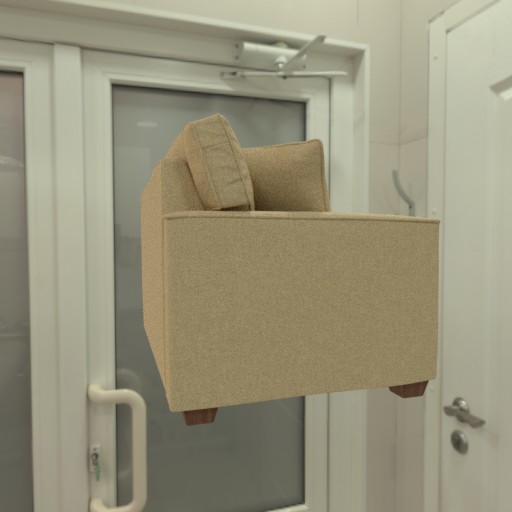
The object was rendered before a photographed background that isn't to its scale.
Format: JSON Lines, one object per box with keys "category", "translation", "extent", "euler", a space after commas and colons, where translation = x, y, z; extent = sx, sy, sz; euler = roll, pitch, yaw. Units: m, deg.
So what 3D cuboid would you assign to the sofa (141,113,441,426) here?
{"category": "sofa", "translation": [0.000, 0.000, 2.091], "extent": [0.991, 0.989, 1.388], "euler": [-1, 2, -18]}
